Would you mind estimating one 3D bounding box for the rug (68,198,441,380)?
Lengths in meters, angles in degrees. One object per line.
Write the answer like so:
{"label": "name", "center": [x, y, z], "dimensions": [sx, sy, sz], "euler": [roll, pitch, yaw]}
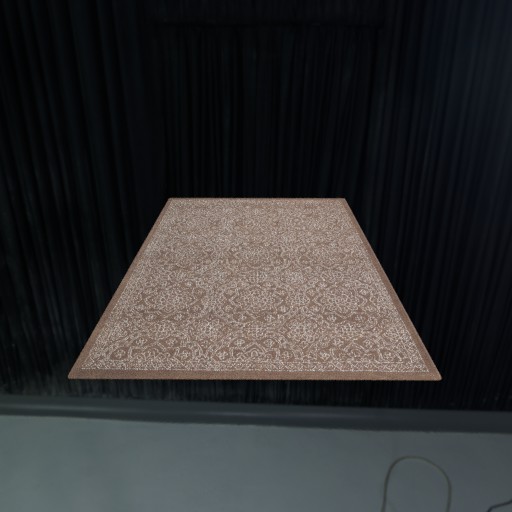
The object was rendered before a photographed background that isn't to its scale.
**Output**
{"label": "rug", "center": [0.000, 0.000, 2.825], "dimensions": [1.524, 0.011, 2.286], "euler": [0, 26, 0]}
